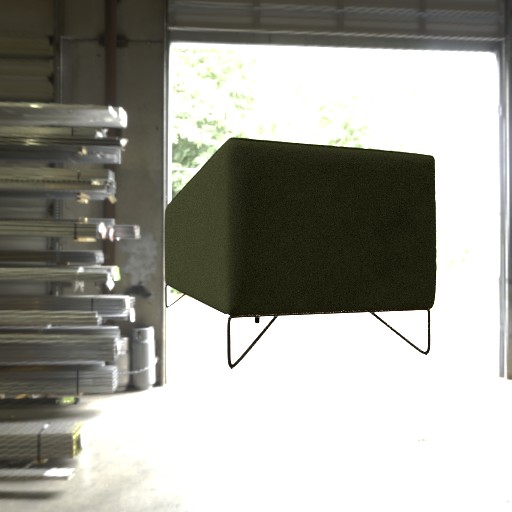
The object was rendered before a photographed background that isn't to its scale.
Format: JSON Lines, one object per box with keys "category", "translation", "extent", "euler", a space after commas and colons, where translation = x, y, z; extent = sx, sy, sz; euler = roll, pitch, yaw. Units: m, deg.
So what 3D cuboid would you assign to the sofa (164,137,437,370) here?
{"category": "sofa", "translation": [0.000, 0.000, 2.584], "extent": [0.867, 0.789, 2.087], "euler": [0, -1, -17]}
